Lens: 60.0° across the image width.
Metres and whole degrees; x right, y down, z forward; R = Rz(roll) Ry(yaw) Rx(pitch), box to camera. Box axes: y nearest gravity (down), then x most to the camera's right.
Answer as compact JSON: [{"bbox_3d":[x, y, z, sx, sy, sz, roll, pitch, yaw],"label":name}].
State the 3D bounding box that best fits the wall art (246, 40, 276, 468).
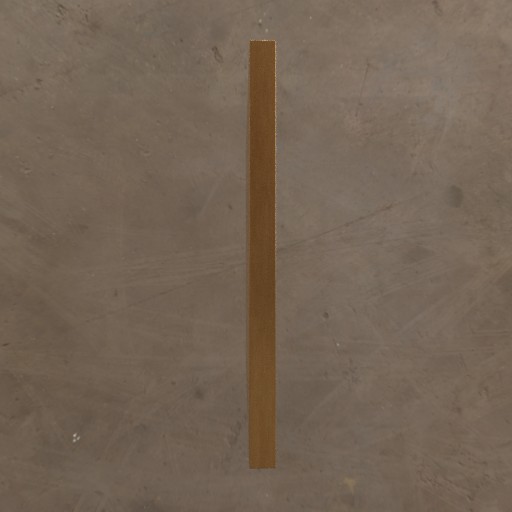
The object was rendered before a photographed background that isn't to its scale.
[{"bbox_3d":[0.000,0.000,0.463,0.019,0.302,0.302,0,89,-2],"label":"wall art"}]
